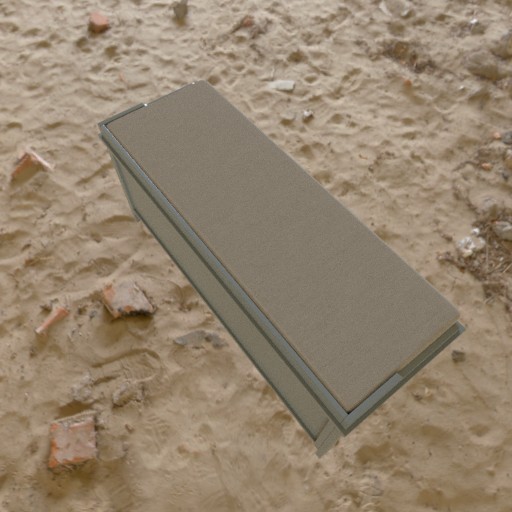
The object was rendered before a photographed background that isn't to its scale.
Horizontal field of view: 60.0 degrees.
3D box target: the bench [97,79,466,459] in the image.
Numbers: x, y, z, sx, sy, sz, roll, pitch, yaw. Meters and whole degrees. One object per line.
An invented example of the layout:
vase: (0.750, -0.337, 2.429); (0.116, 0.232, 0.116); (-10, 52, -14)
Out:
bench: (0.000, 0.000, 1.409); (0.398, 0.501, 1.140); (-33, 64, -19)
